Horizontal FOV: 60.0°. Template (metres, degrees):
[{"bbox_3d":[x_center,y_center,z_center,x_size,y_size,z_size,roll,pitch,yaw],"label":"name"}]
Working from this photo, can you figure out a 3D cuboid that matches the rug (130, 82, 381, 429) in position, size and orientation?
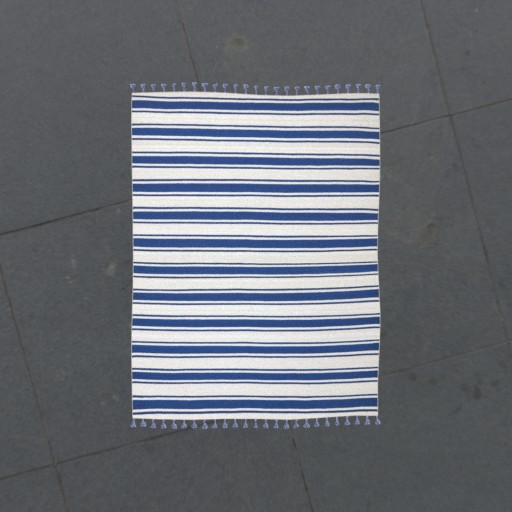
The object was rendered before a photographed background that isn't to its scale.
[{"bbox_3d":[0.000,0.000,4.377,2.471,0.016,3.416,0,90,-1],"label":"rug"}]
